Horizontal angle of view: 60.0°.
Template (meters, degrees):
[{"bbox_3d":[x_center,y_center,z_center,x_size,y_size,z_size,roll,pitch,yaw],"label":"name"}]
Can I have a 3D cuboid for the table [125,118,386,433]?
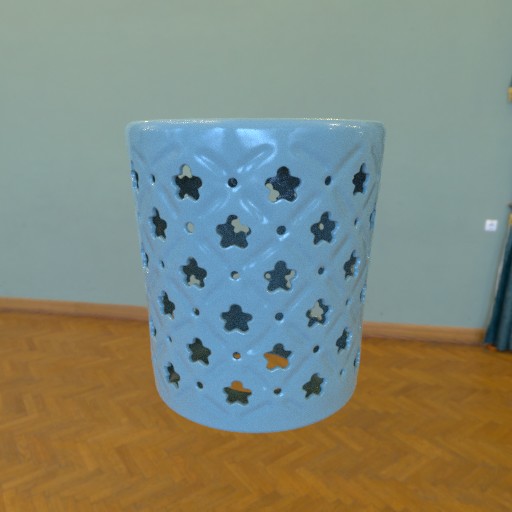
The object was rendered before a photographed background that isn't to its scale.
[{"bbox_3d":[0.000,0.000,0.663,0.352,0.387,0.352,0,15,0],"label":"table"}]
